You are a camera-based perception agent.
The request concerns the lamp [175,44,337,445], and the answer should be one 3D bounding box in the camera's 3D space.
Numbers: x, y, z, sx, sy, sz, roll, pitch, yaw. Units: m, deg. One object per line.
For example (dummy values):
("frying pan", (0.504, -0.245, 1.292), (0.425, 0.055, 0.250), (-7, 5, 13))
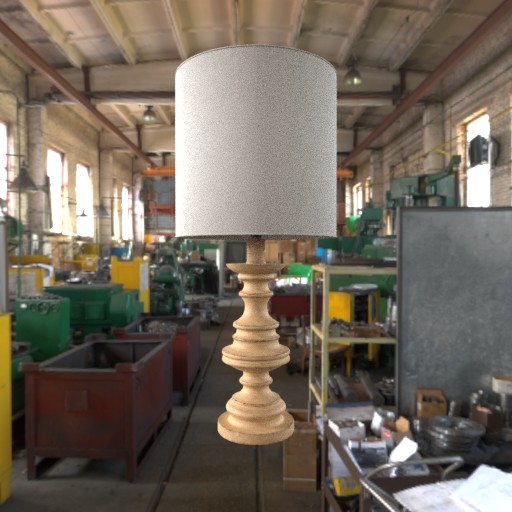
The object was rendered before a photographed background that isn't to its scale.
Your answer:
("lamp", (0.000, 0.000, 0.581), (0.208, 0.455, 0.208), (0, 1, -34))
